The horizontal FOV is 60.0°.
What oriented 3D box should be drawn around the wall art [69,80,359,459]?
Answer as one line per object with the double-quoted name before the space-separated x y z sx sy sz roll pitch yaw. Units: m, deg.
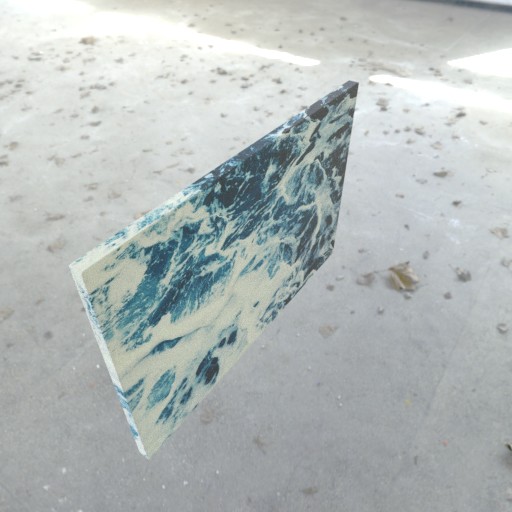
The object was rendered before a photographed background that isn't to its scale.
"wall art" 0.000 0.000 1.875 0.055 1.017 1.524 25 47 26
